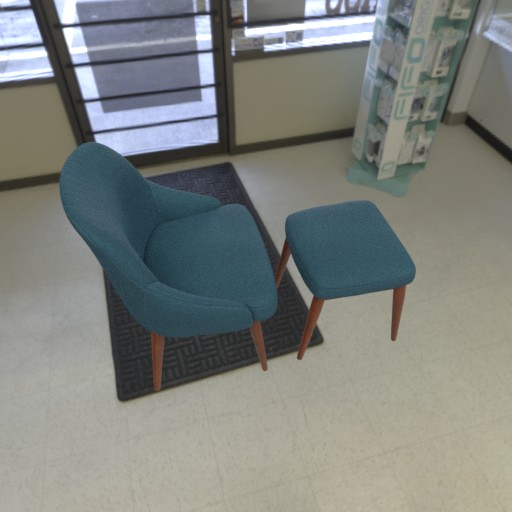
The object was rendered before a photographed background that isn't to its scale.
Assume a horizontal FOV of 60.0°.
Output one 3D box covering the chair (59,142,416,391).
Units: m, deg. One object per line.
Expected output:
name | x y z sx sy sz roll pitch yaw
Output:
chair | 0.000 0.000 1.611 1.114 0.866 0.584 -9 46 -9
